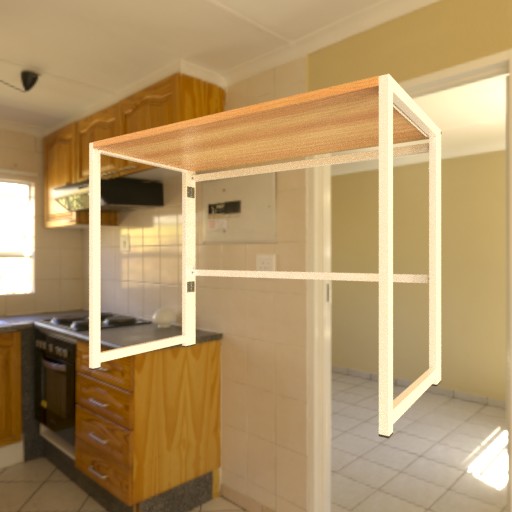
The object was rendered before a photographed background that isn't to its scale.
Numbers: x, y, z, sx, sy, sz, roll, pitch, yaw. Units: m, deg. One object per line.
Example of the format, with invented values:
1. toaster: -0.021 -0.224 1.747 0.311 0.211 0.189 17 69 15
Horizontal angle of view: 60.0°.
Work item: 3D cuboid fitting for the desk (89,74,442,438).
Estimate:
1. desk: 0.000 0.000 1.417 1.016 0.762 0.508 0 0 34
